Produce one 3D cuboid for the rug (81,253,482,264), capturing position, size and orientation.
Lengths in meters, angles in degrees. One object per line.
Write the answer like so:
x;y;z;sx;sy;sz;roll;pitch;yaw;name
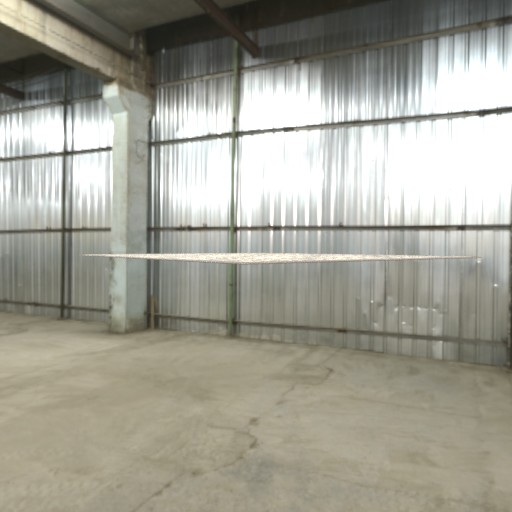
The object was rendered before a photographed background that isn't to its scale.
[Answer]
0.000;0.000;4.098;2.363;0.012;2.980;-1;1;-36;rug
